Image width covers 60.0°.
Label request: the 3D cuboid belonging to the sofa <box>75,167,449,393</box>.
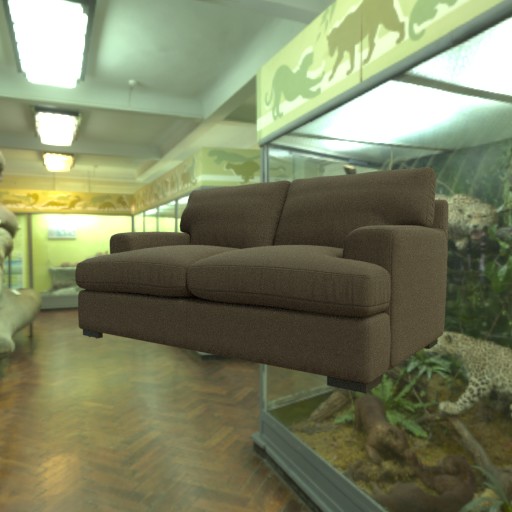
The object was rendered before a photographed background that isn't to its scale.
[{"bbox_3d":[0.000,0.000,2.506,1.869,0.950,1.140,1,2,36],"label":"sofa"}]
